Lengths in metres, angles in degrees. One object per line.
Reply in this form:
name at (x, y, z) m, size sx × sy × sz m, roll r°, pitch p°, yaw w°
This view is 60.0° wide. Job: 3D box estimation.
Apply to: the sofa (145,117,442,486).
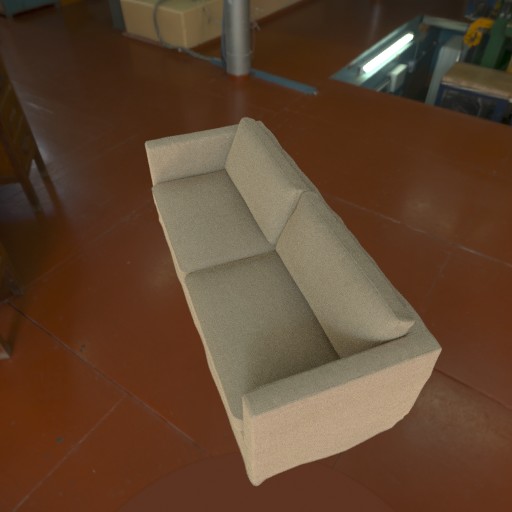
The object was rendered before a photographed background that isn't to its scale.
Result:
sofa at (0.000, 0.000, 2.804) m, size 0.956 × 0.847 × 2.296 m, roll -15°, pitch 46°, yaw -15°
